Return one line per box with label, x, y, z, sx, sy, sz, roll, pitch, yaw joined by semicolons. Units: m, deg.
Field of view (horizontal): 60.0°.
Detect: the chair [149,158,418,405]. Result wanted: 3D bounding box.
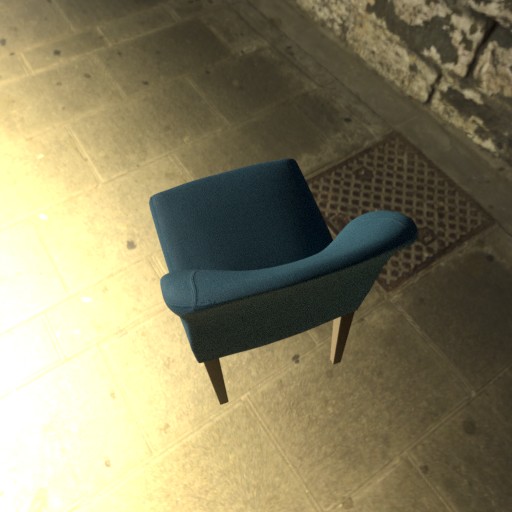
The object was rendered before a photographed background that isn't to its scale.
chair;0.000;0.000;1.220;0.507;0.879;0.620;-17;61;-10
